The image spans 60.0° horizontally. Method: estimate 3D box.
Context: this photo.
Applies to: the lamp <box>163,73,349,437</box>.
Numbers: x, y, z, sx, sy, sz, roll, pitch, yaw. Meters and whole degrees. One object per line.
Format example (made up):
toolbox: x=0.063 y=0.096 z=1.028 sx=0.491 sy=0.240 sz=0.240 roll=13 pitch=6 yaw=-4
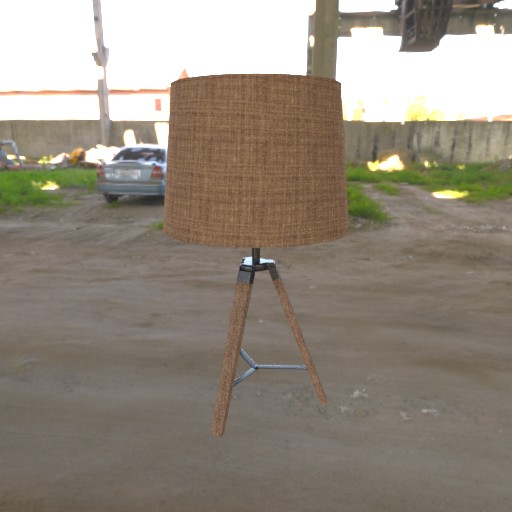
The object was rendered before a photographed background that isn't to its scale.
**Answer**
lamp: x=0.000 y=0.000 z=0.713 sx=0.290 sy=0.514 sz=0.290 roll=0 pitch=14 yaw=0
